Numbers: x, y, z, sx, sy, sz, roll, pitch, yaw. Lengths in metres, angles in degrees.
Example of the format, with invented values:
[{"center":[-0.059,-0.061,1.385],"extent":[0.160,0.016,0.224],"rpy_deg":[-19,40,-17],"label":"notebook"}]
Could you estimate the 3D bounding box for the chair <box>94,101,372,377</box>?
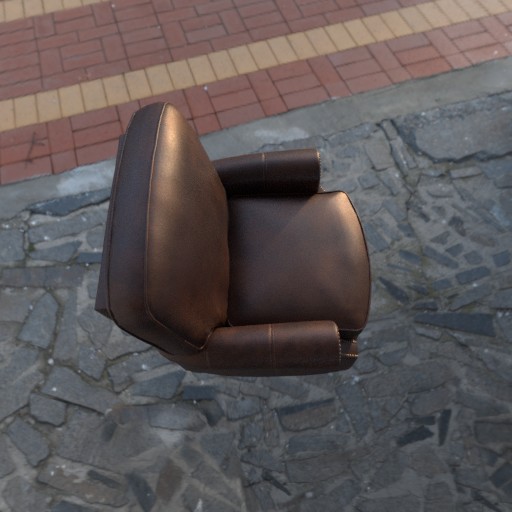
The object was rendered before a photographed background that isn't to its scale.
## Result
[{"center":[0.000,0.000,1.781],"extent":[0.986,1.018,0.936],"rpy_deg":[-1,64,-1],"label":"chair"}]
